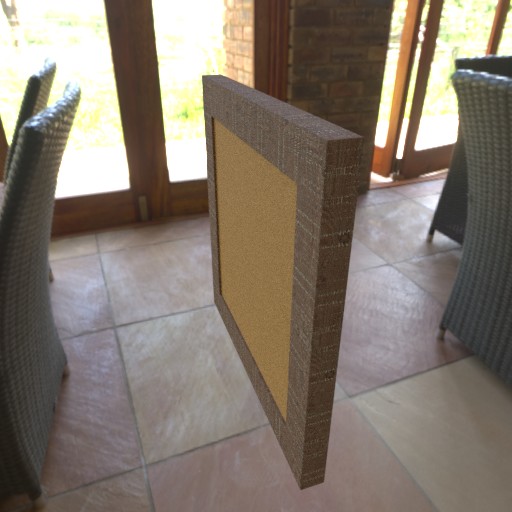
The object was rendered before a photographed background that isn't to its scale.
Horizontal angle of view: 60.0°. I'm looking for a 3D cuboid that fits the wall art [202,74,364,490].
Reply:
[{"bbox_3d":[0.000,0.000,0.772,0.040,0.531,0.531,-9,30,-17],"label":"wall art"}]
